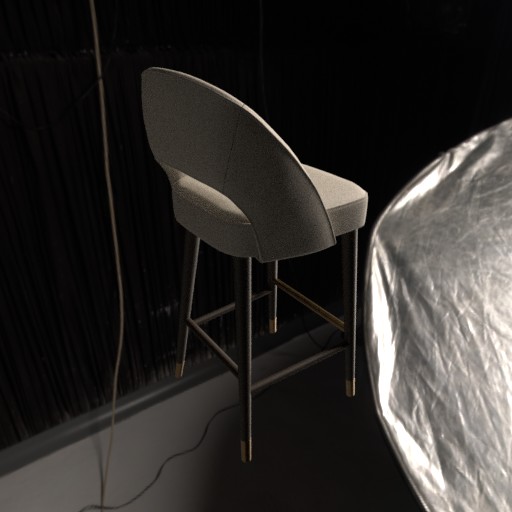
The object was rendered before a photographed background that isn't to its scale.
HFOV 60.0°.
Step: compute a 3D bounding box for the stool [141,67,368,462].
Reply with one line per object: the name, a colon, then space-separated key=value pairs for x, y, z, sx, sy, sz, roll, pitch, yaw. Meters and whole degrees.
stool: x=0.000 y=0.000 z=1.293 sx=0.509 sy=1.037 sz=0.494 roll=-19 pitch=33 yaw=-31
